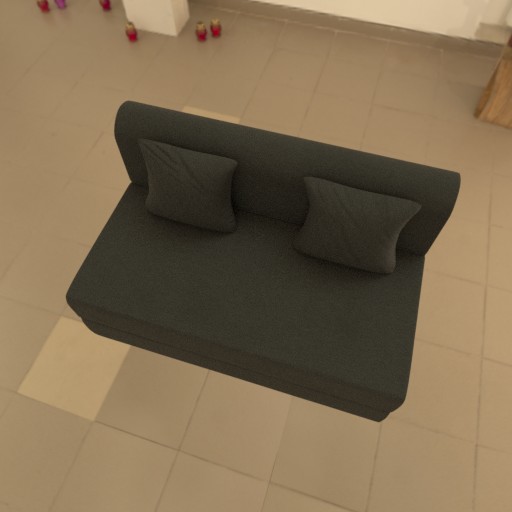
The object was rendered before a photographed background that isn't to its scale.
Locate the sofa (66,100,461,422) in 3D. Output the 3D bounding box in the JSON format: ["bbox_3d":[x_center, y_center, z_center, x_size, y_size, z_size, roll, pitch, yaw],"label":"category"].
[{"bbox_3d":[0.000,0.000,1.677,1.225,0.670,0.762,15,60,9],"label":"sofa"}]
